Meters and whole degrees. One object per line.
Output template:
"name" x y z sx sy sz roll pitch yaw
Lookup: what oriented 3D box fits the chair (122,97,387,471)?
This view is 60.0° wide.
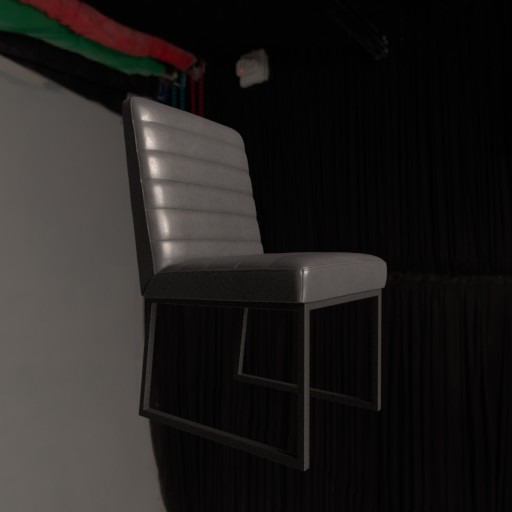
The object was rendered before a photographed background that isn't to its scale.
"chair" 0.000 0.000 1.323 0.634 0.930 0.520 1 1 36
